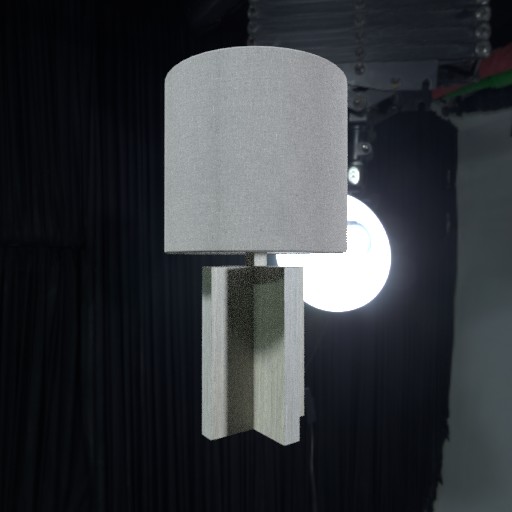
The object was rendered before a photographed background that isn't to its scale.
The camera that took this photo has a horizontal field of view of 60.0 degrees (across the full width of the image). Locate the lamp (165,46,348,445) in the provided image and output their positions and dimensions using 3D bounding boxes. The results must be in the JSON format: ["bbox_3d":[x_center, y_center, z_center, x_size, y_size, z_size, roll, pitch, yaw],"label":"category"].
[{"bbox_3d":[0.000,0.000,0.565,0.229,0.428,0.229,0,-1,-35],"label":"lamp"}]
